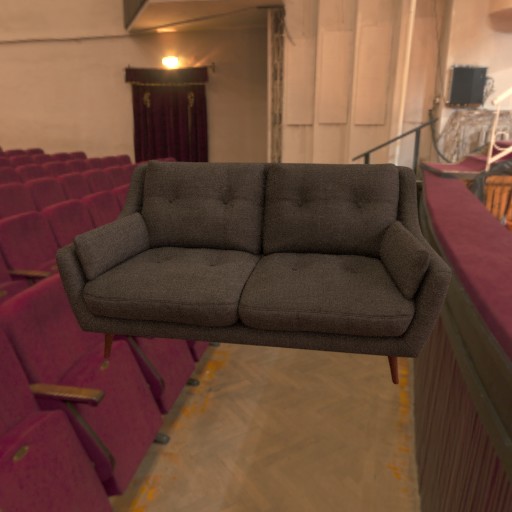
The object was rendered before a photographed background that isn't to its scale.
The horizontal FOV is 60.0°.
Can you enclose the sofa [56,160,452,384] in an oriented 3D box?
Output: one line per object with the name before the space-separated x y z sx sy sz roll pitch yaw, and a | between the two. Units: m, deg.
sofa | 0.000 0.000 2.218 1.646 0.887 0.976 3 16 9
